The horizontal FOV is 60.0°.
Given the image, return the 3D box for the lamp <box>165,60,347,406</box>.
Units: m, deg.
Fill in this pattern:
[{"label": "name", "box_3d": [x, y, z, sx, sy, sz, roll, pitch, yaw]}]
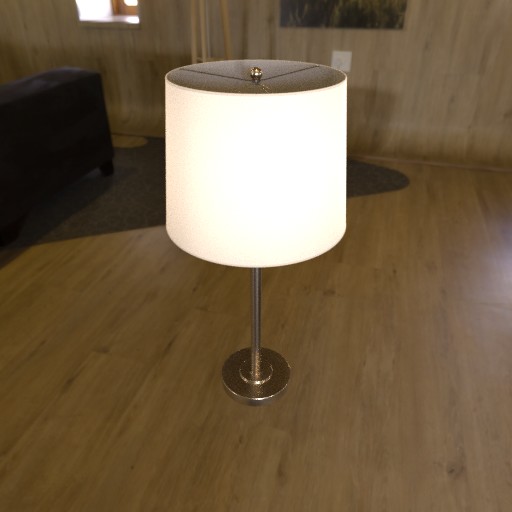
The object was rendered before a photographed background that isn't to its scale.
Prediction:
[{"label": "lamp", "box_3d": [0.000, 0.000, 0.876, 0.333, 0.696, 0.333, 0, 32, 0]}]
